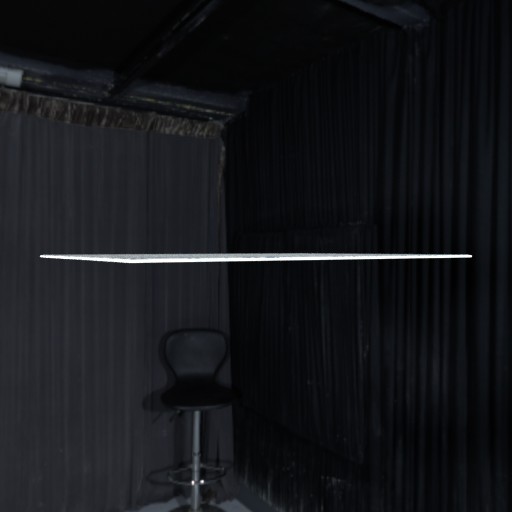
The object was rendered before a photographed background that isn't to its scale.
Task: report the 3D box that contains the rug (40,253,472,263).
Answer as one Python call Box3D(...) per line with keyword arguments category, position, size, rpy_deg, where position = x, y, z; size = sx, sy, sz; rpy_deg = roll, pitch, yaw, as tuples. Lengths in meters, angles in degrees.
Box3D(category="rug", position=(0.000, 0.000, 2.781), size=(2.197, 0.014, 1.586), rpy_deg=(-1, 1, -36))
